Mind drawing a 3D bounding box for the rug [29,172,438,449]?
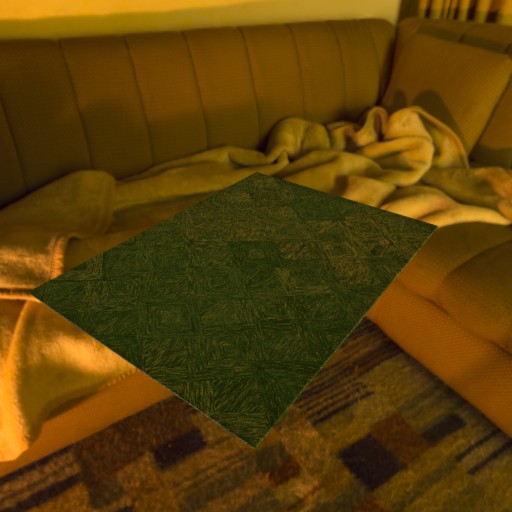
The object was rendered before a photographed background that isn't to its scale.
[{"bbox_3d":[0.000,0.000,4.221,2.405,0.027,3.217,23,40,30],"label":"rug"}]
